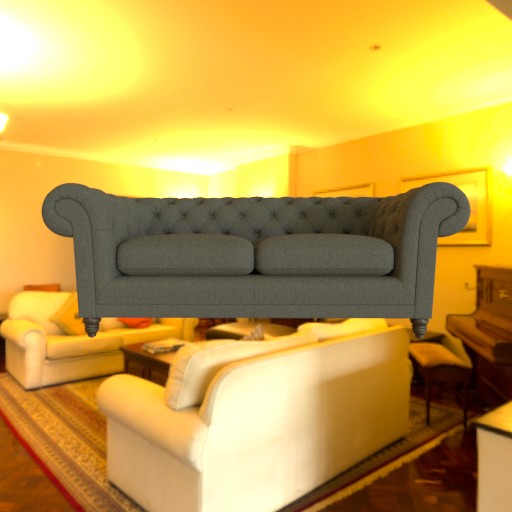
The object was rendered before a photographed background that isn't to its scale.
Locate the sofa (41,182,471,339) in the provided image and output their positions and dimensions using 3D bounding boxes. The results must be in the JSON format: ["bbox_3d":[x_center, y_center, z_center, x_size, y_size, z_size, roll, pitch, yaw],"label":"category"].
[{"bbox_3d":[0.000,0.000,2.521,1.998,0.764,0.986,0,1,1],"label":"sofa"}]
